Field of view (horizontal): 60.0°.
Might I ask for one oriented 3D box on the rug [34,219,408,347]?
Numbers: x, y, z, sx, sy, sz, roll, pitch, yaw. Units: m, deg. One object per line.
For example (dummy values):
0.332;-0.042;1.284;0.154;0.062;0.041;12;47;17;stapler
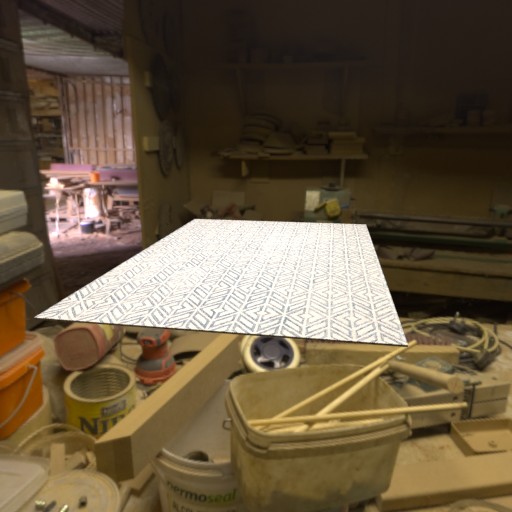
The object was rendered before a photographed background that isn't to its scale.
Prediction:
0.000;0.000;2.272;1.220;0.008;1.824;3;16;9;rug
